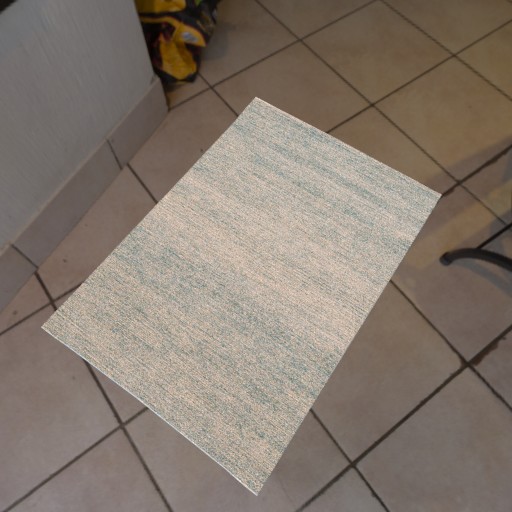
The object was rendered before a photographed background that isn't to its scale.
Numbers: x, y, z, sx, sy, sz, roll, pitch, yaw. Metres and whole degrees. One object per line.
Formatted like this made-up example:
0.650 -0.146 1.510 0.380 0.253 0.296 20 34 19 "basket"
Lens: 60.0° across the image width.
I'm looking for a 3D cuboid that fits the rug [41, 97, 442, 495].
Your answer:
0.000 0.000 2.927 1.613 0.030 2.306 32 69 14 "rug"
